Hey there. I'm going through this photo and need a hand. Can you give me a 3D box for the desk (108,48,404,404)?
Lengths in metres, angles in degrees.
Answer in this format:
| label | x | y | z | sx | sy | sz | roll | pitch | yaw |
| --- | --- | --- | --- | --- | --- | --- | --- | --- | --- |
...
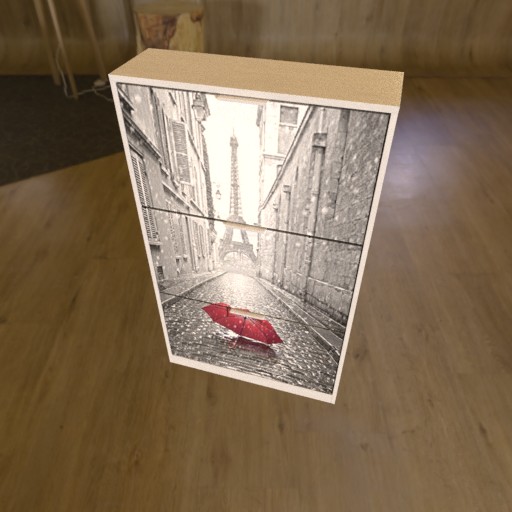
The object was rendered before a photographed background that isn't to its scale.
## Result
| label | x | y | z | sx | sy | sz | roll | pitch | yaw |
| --- | --- | --- | --- | --- | --- | --- | --- | --- | --- |
| desk | 0.000 | 0.000 | 1.595 | 0.750 | 1.280 | 0.250 | 11 | 42 | 12 |
